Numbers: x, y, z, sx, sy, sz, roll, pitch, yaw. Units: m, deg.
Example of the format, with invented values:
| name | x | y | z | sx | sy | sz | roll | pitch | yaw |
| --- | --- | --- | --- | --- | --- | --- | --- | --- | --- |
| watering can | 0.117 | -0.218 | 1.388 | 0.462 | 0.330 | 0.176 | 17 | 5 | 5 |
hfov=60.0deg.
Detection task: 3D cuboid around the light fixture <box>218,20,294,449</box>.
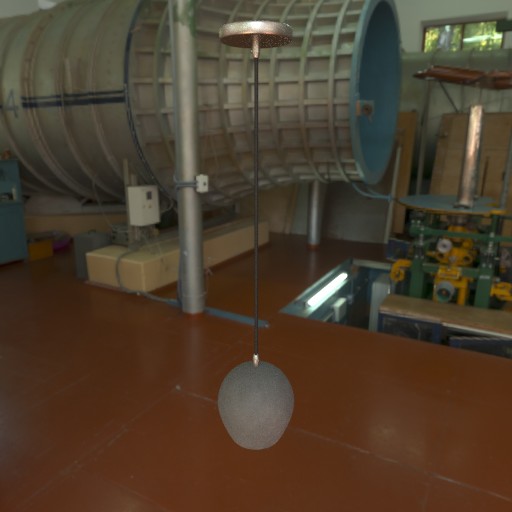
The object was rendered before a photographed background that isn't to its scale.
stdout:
| name | x | y | z | sx | sy | sz | roll | pitch | yaw |
| --- | --- | --- | --- | --- | --- | --- | --- | --- | --- |
| light fixture | 0.000 | 0.000 | 0.817 | 0.153 | 0.760 | 0.153 | -8 | 17 | -26 |
